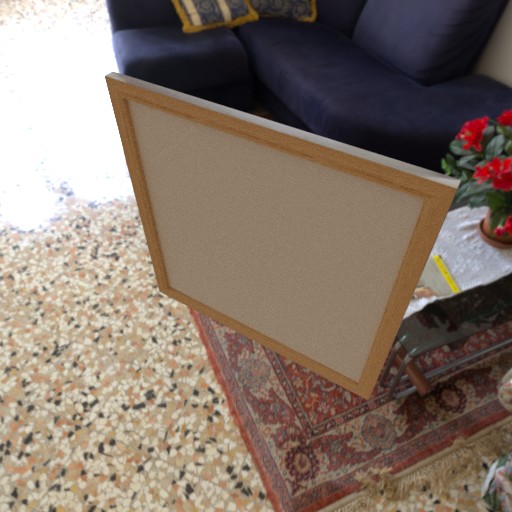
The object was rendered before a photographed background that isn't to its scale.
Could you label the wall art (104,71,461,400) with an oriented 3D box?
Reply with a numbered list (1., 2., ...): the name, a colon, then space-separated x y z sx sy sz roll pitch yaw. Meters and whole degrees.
1. wall art: 0.000 0.000 1.124 0.762 0.762 0.027 24 52 21
